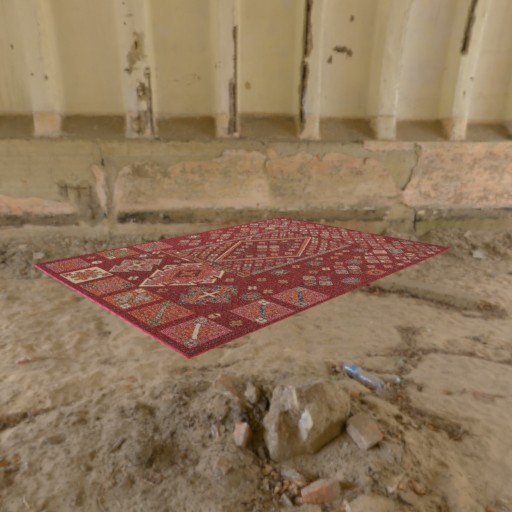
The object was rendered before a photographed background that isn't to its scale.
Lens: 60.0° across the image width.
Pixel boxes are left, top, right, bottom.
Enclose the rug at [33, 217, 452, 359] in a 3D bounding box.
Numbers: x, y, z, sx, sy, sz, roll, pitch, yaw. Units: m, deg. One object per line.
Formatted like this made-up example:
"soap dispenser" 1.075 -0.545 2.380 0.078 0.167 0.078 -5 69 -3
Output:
"rug" 0.000 0.000 4.286 3.306 0.011 2.389 -15 21 -42
